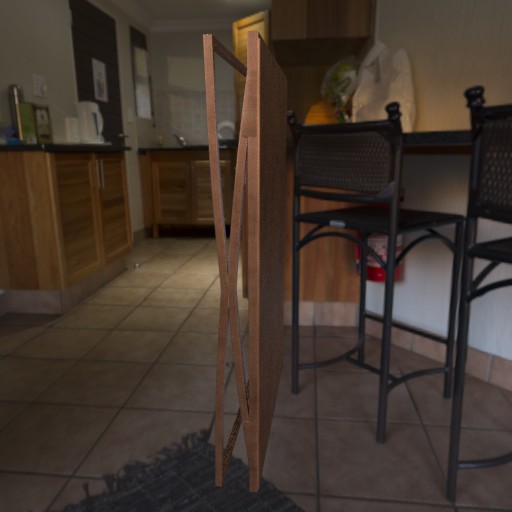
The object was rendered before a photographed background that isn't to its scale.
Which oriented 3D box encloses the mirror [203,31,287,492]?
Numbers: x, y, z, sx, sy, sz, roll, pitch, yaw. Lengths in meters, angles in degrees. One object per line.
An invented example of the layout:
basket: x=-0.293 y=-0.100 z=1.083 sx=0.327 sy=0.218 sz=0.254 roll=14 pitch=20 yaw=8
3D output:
mirror: x=0.000 y=0.000 z=0.942 sx=0.082 sy=0.768 sz=0.468 roll=2 pitch=14 yaw=8
